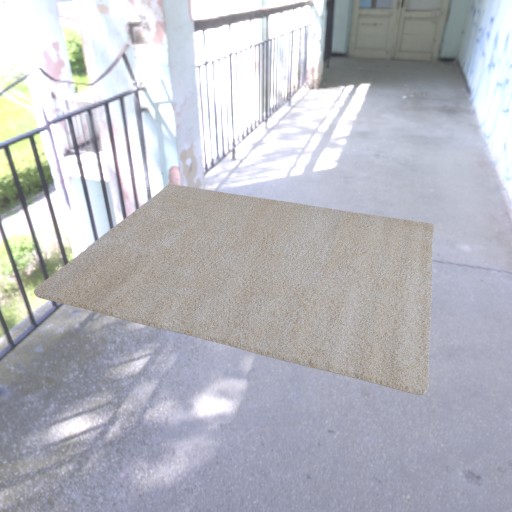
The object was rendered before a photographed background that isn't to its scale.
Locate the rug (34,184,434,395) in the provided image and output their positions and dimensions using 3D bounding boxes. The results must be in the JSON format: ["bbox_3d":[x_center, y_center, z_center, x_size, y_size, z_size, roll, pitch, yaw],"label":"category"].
[{"bbox_3d":[0.000,0.000,2.127,1.600,0.025,1.199,11,34,16],"label":"rug"}]
